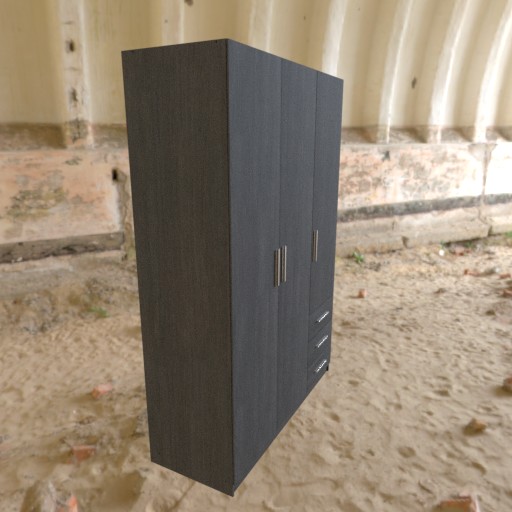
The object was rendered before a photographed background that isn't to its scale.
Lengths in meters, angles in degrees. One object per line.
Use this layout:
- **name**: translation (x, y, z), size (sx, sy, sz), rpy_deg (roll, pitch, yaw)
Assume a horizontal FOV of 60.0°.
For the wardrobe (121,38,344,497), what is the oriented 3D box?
- **wardrobe**: translation (0.000, 0.000, 2.423), size (0.510, 1.910, 1.290), rpy_deg (8, 17, 27)
